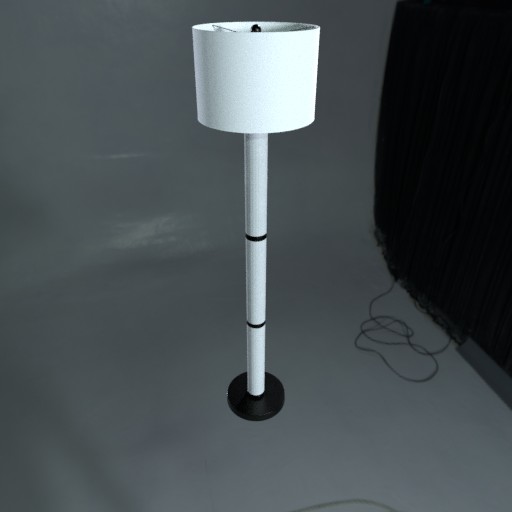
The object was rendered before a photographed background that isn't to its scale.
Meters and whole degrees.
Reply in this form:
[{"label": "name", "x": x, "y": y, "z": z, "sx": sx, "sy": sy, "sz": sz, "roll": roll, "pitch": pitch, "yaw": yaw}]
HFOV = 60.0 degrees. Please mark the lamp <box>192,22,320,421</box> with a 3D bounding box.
[{"label": "lamp", "x": 0.000, "y": 0.000, "z": 1.721, "sx": 0.377, "sy": 1.599, "sz": 0.377, "roll": -10, "pitch": 33, "yaw": -16}]
